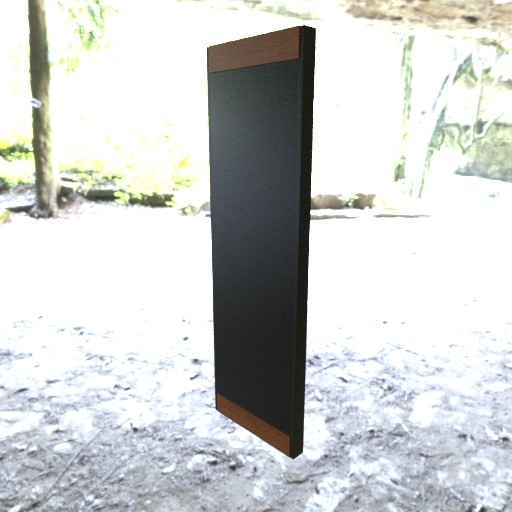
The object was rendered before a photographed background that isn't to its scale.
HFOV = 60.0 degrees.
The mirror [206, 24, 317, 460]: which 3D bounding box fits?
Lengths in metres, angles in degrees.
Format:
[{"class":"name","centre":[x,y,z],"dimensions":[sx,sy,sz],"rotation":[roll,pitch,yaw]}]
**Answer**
[{"class":"mirror","centre":[0.000,0.000,1.246],"dimensions":[0.343,1.123,0.047],"rotation":[14,20,43]}]
